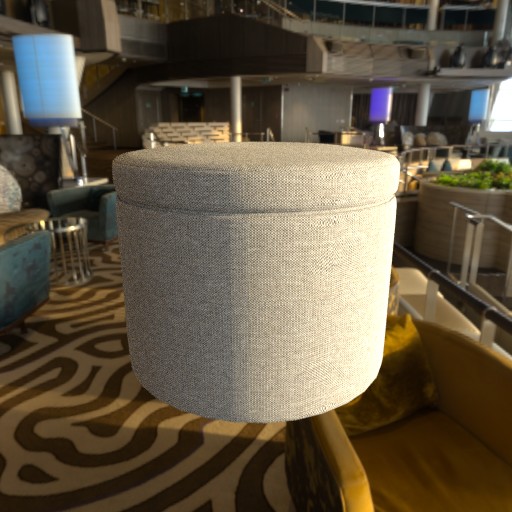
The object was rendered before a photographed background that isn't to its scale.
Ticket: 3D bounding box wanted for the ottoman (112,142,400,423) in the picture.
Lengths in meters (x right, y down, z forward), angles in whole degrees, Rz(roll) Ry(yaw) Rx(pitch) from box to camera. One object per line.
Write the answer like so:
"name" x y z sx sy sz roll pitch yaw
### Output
"ottoman" 0.000 0.000 0.856 0.500 0.419 0.500 0 17 0
